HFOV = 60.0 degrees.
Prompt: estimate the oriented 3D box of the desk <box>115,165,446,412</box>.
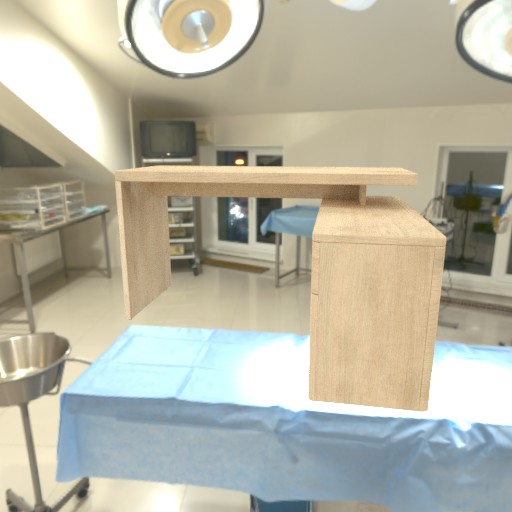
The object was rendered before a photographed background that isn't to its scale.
[{"bbox_3d":[0.000,0.000,2.079,1.400,0.770,1.175,2,14,10],"label":"desk"}]
